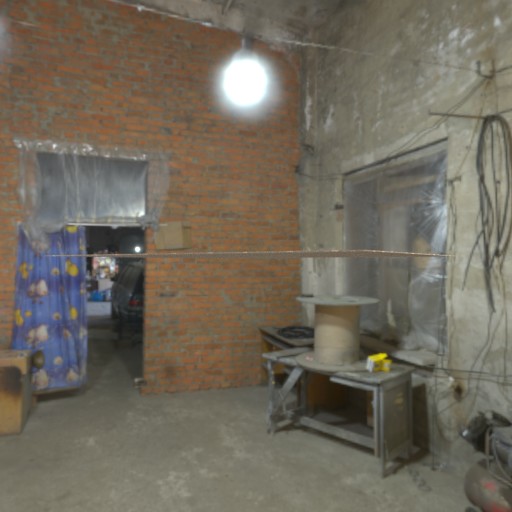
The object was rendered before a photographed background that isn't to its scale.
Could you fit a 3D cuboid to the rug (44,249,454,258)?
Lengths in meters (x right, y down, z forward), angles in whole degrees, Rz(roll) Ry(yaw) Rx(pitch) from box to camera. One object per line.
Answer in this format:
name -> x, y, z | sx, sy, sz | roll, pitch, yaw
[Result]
rug -> 0.000, 0.000, 3.949 | 2.892, 0.006, 2.283 | -1, -1, 35
